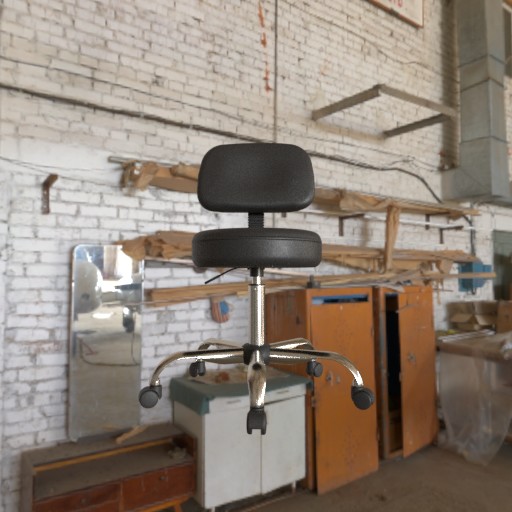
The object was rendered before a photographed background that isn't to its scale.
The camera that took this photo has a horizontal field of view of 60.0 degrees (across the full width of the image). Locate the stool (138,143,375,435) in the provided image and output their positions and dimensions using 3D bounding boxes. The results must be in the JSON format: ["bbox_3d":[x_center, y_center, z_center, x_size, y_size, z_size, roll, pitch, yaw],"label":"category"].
[{"bbox_3d":[0.000,0.000,1.357,0.673,0.862,0.648,0,-2,0],"label":"stool"}]
